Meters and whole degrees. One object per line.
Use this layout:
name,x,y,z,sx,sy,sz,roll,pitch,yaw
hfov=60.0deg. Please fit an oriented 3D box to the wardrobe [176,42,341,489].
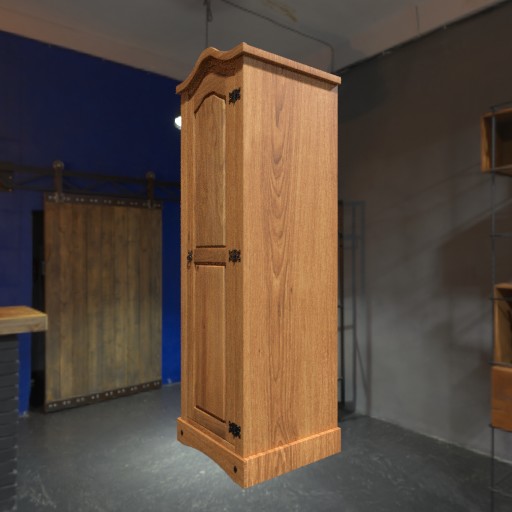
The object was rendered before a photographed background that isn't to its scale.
wardrobe,0.000,0.000,2.180,0.570,1.870,0.590,0,0,-37
